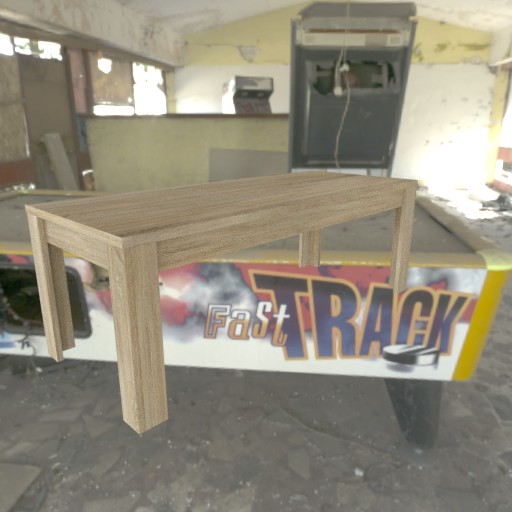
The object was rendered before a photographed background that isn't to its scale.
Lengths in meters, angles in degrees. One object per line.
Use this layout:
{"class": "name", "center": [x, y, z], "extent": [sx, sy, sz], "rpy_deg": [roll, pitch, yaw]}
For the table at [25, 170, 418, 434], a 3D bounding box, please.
{"class": "table", "center": [0.000, 0.000, 2.657], "extent": [0.900, 0.790, 2.200], "rpy_deg": [16, 23, 42]}
